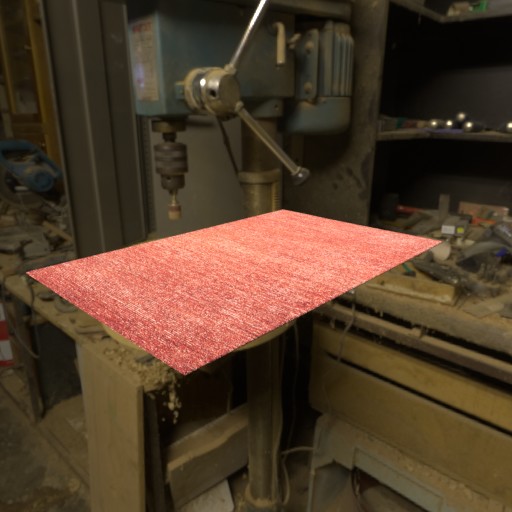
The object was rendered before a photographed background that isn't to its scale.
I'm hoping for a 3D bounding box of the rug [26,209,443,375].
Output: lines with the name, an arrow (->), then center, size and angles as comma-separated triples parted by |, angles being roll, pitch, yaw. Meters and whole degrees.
rug -> 0.000, 0.000, 2.179 | 1.139, 0.011, 1.747 | 17, 25, 41
